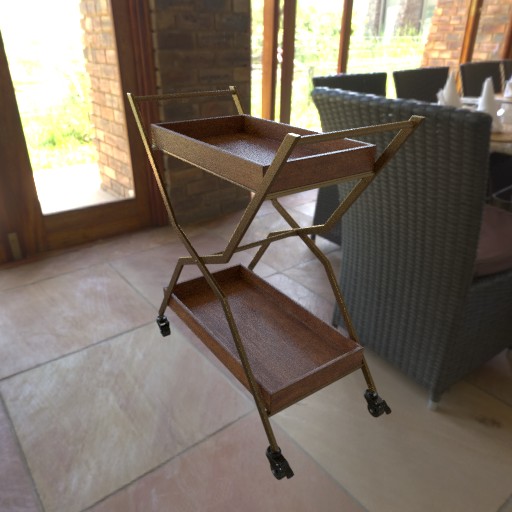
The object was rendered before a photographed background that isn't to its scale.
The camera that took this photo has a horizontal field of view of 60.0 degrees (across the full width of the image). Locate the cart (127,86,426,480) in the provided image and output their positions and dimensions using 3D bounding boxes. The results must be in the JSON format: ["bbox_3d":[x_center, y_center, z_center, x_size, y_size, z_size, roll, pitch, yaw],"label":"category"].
[{"bbox_3d":[0.000,0.000,1.326,0.405,0.869,0.836,-17,31,-31],"label":"cart"}]
